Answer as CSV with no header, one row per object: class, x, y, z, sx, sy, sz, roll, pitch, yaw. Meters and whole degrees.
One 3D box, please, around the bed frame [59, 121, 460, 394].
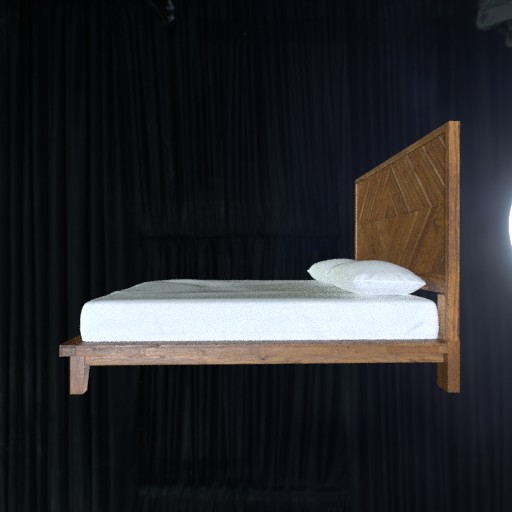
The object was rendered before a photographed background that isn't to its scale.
bed frame,0.000,0.000,3.486,2.235,1.537,2.038,0,0,-2
